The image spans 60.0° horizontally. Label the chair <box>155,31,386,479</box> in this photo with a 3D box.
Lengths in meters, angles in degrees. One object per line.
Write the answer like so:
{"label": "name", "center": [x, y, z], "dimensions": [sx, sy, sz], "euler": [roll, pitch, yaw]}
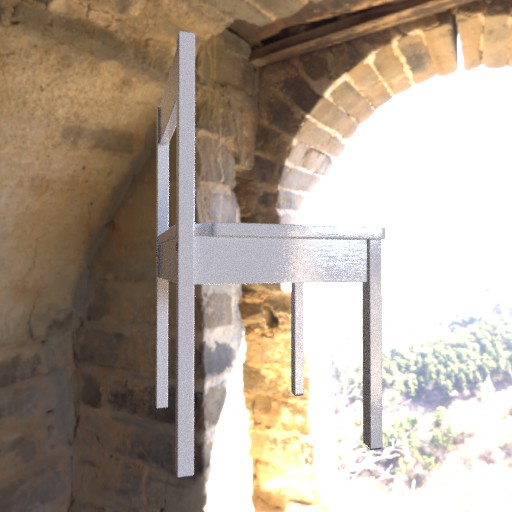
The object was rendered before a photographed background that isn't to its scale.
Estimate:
{"label": "chair", "center": [0.000, 0.000, 0.881], "dimensions": [0.361, 0.668, 0.367], "euler": [0, -1, -18]}
